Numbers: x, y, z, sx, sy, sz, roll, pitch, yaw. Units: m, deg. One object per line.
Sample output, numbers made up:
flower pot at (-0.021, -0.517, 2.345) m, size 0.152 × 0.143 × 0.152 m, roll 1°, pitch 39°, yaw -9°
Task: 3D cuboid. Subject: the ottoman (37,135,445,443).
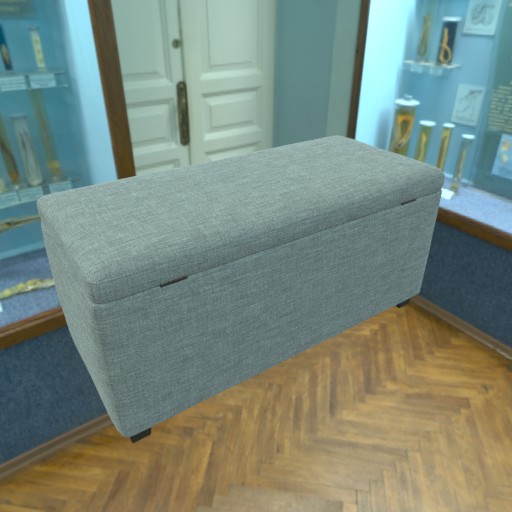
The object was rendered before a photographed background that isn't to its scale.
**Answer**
ottoman at (0.000, 0.000, 1.117) m, size 0.902 × 0.432 × 0.419 m, roll -19°, pitch 35°, yaw -29°
